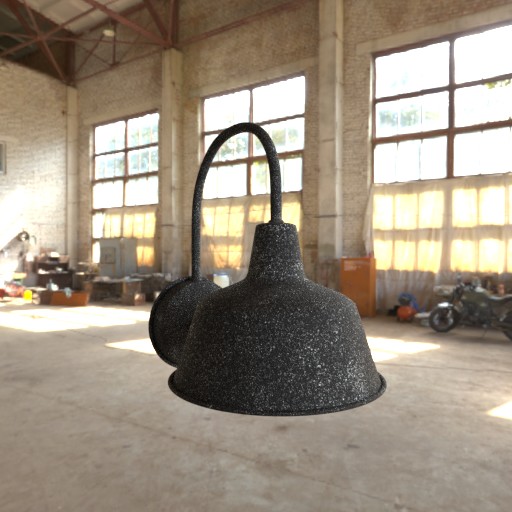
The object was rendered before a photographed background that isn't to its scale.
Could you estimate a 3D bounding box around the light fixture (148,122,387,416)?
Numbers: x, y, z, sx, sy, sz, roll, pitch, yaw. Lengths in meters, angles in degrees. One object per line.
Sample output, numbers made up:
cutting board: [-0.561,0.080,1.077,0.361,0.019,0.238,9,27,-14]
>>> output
light fixture: [0.000,0.000,0.477,0.216,0.300,0.283,0,0,-37]
